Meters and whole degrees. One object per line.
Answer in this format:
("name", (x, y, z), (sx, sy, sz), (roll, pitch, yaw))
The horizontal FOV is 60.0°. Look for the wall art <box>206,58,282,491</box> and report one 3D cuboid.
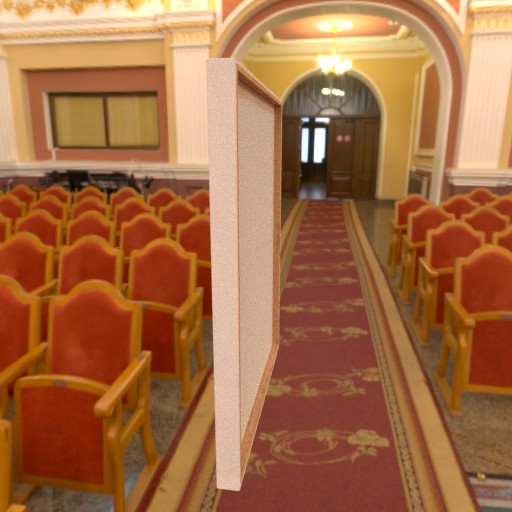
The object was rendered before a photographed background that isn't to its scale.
("wall art", (0.000, 0.000, 0.841), (0.037, 0.606, 0.508), (2, 14, 9))
